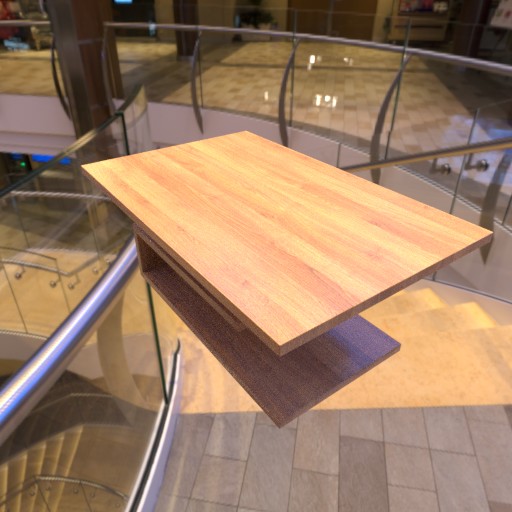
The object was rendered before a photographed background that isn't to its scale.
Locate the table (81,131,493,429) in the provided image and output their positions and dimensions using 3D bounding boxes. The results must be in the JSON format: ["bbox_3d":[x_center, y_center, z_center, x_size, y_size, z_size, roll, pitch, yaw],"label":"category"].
[{"bbox_3d":[0.000,0.000,1.451,0.700,0.442,1.100,-21,38,-30],"label":"table"}]
